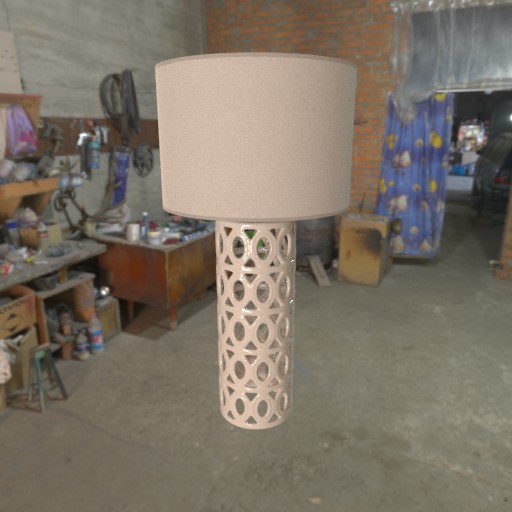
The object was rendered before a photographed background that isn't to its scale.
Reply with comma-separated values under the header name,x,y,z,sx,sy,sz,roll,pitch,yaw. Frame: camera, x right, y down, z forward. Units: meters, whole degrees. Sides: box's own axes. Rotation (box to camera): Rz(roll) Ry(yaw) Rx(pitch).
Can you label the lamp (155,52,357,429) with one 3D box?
name,x,y,z,sx,sy,sz,roll,pitch,yaw
lamp,0.000,0.000,0.815,0.324,0.636,0.325,-3,16,-11
